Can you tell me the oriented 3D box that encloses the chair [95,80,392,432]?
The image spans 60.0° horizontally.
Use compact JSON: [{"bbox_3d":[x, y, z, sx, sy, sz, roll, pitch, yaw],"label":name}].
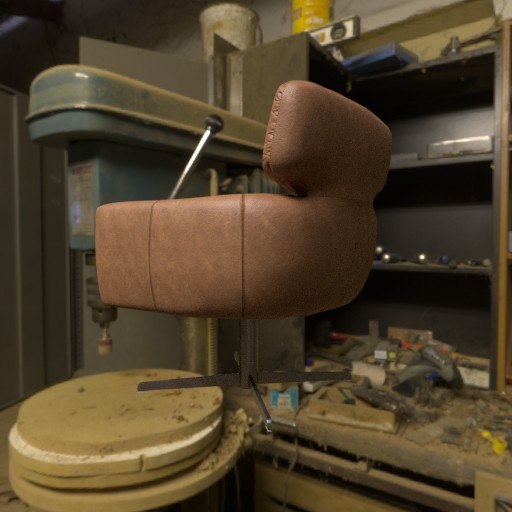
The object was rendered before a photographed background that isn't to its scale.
[{"bbox_3d":[0.000,0.000,1.350,0.715,0.812,0.706,1,2,35],"label":"chair"}]
